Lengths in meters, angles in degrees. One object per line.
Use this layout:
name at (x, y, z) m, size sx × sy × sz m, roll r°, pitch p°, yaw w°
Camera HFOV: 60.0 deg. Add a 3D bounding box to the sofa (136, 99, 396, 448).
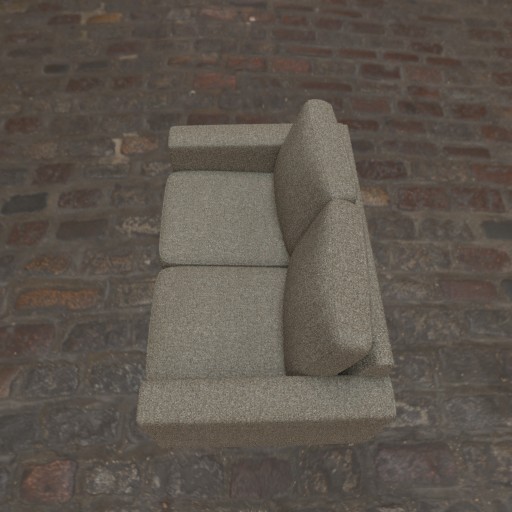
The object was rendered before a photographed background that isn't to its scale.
sofa at (0.000, 0.000, 2.176) m, size 1.016 × 0.873 × 1.616 m, roll -1°, pitch 58°, yaw -1°
